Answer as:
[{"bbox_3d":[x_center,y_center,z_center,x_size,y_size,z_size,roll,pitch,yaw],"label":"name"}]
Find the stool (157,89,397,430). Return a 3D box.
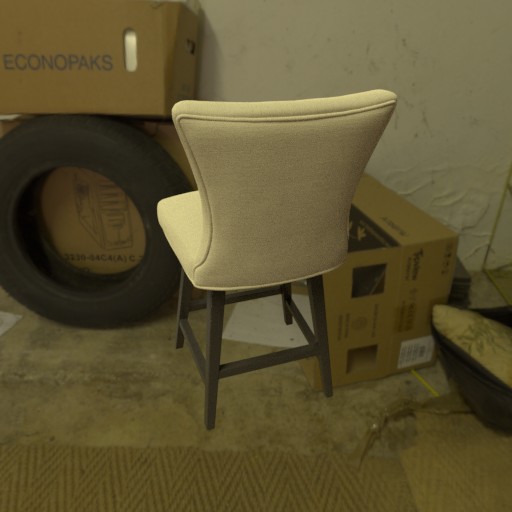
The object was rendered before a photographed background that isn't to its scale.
[{"bbox_3d":[0.000,0.000,1.354,0.514,1.000,0.574,-9,30,-16],"label":"stool"}]
